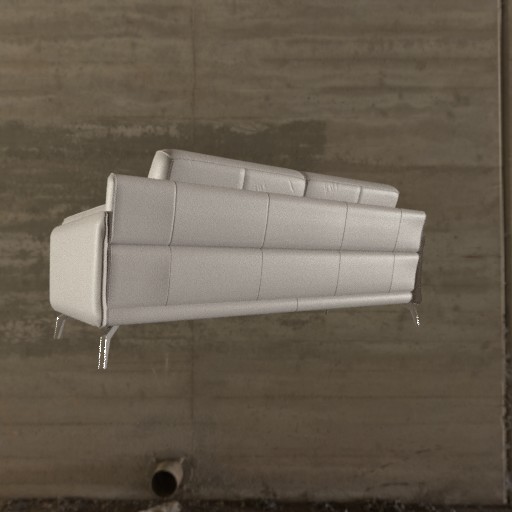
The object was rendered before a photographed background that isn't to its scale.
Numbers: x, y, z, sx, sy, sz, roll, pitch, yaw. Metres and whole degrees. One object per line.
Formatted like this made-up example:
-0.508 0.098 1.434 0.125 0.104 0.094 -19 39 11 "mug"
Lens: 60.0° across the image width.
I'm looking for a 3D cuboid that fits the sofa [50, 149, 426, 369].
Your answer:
0.000 0.000 2.611 2.101 0.930 1.049 1 -1 -36 "sofa"
